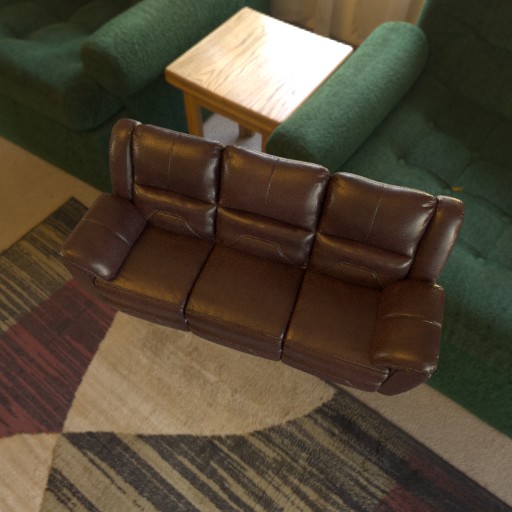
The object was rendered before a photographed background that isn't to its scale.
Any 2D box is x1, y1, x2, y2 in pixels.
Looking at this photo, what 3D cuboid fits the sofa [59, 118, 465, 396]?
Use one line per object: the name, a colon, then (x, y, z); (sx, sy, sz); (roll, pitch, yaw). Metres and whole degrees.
sofa: (0.000, 0.000, 2.850); (2.337, 1.043, 0.991); (16, 59, 10)
